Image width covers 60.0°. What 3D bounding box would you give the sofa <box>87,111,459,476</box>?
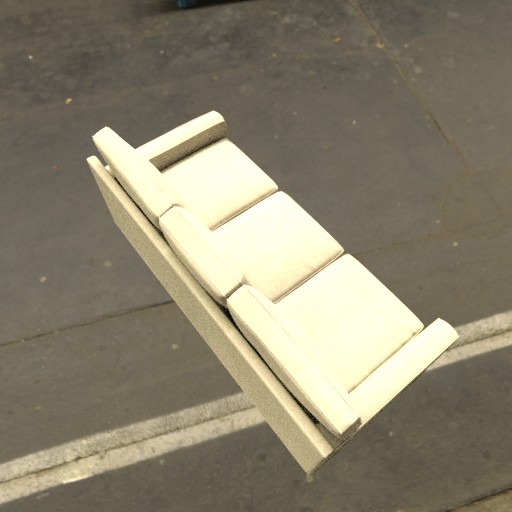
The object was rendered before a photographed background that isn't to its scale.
[{"bbox_3d":[0.000,0.000,2.547,0.936,0.862,2.093,-34,64,-19],"label":"sofa"}]
